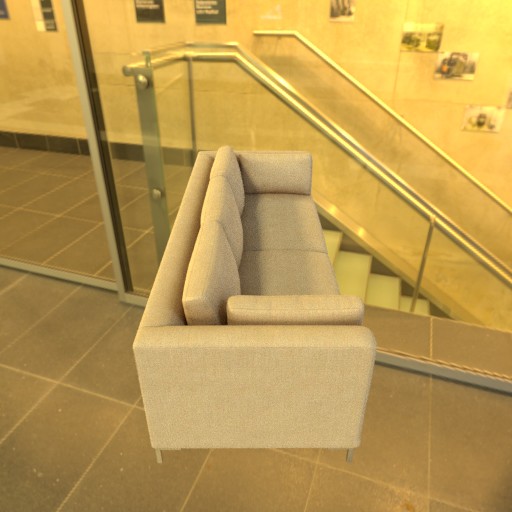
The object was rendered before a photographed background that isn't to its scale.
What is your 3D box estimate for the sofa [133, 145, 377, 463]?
[{"bbox_3d":[0.000,0.000,2.908,0.969,0.867,2.415,0,31,0],"label":"sofa"}]
